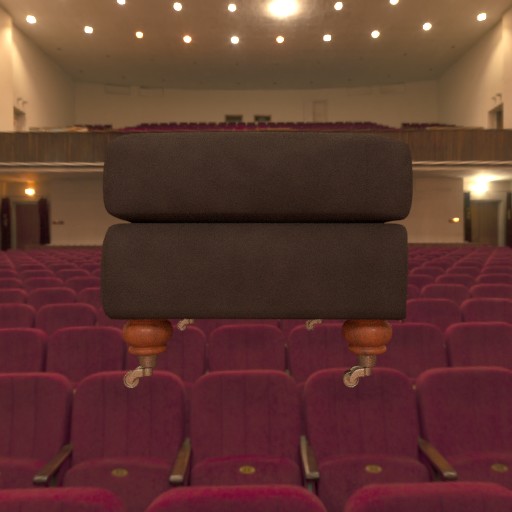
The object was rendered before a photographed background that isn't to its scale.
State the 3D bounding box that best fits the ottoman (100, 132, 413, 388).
[{"bbox_3d":[0.000,0.000,1.152,0.574,0.497,0.773,0,1,0],"label":"ottoman"}]
